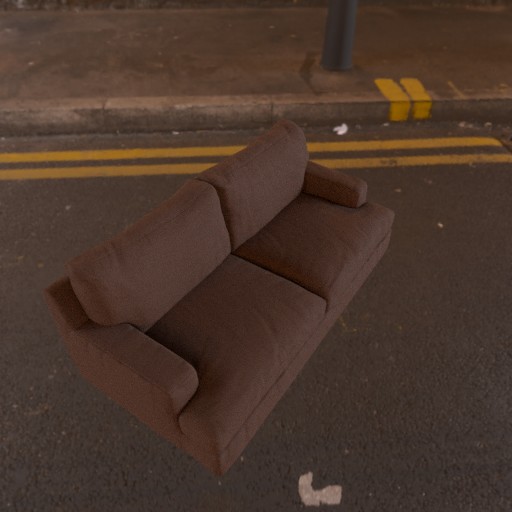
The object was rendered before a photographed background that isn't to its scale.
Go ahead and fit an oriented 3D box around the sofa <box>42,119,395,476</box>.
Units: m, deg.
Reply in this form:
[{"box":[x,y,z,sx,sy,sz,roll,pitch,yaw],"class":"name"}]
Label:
[{"box":[0.000,0.000,2.896,1.140,0.950,2.274,25,47,25],"class":"sofa"}]
